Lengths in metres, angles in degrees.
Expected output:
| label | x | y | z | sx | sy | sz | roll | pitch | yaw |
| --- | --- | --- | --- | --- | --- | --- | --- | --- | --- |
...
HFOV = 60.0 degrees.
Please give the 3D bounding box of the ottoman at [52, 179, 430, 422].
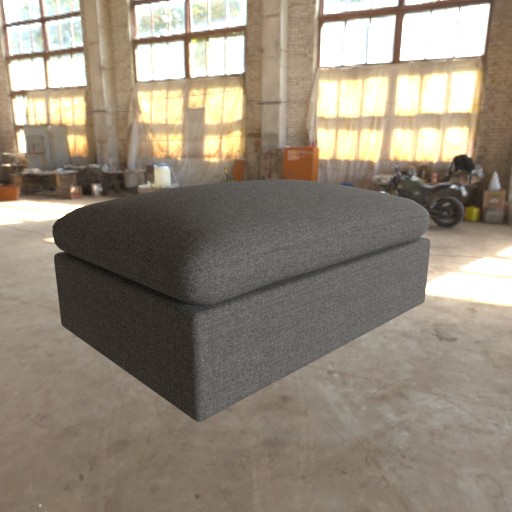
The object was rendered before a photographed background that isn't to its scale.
| label | x | y | z | sx | sy | sz | roll | pitch | yaw |
| --- | --- | --- | --- | --- | --- | --- | --- | --- | --- |
| ottoman | 0.000 | 0.000 | 1.452 | 1.041 | 0.483 | 0.711 | -14 | 20 | -43 |
